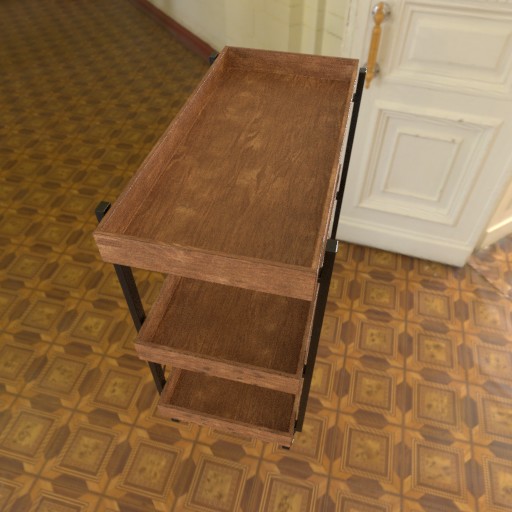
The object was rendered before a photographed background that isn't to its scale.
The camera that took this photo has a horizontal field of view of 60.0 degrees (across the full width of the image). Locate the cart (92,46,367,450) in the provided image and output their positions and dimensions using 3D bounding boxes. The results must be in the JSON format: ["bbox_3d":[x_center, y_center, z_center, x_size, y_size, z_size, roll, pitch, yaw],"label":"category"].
[{"bbox_3d":[0.000,0.000,1.215,0.411,0.800,0.750,10,48,9],"label":"cart"}]
